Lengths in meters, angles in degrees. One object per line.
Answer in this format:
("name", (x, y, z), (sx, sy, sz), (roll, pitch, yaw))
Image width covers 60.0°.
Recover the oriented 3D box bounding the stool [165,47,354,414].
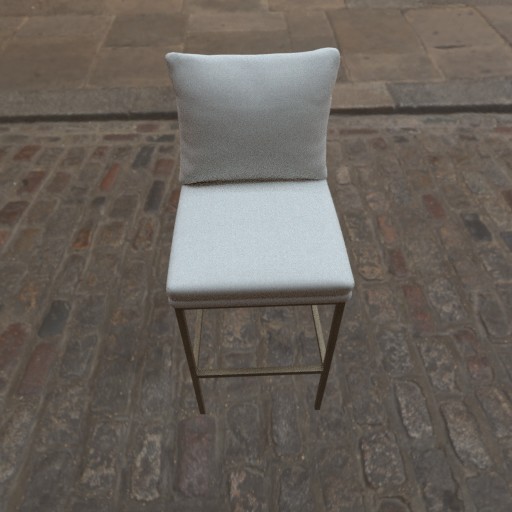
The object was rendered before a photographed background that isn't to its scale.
("stool", (0.000, 0.000, 1.403), (0.463, 1.125, 0.572), (-2, 48, -2))
